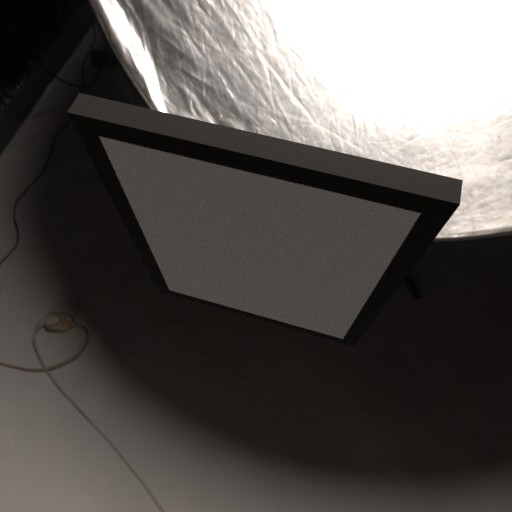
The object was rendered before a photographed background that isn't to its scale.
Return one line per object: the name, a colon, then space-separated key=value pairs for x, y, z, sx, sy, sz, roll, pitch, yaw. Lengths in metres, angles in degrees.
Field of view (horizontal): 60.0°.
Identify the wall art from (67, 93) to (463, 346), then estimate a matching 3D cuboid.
wall art: x=0.000 y=0.000 z=0.542 sx=0.329 sy=0.404 sz=0.024 roll=15 pitch=64 yaw=7
